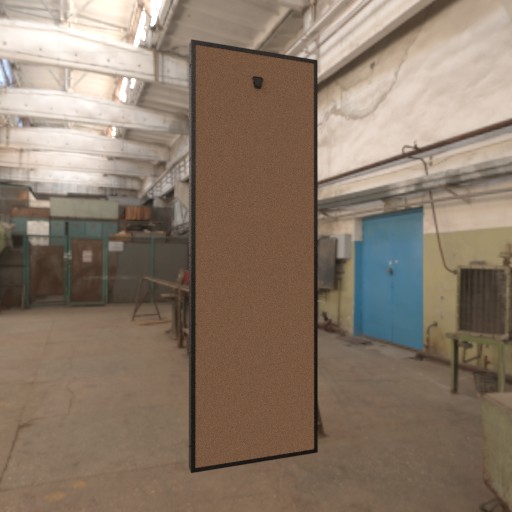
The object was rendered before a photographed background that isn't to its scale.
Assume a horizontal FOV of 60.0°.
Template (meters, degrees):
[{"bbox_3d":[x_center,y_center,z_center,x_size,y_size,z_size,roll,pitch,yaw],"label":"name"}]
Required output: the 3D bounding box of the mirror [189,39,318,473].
[{"bbox_3d":[0.000,0.000,1.167,0.354,1.080,0.042,0,0,-19],"label":"mirror"}]
